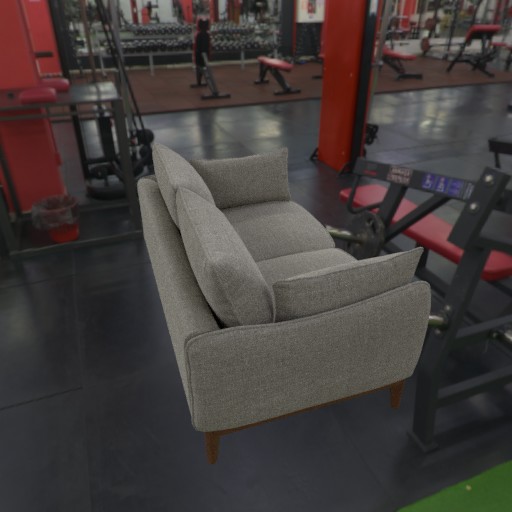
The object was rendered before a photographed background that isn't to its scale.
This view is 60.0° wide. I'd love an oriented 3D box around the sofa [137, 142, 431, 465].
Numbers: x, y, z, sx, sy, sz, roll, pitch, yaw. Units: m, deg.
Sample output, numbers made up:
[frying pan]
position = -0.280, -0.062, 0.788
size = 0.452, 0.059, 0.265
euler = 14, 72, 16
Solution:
[sofa]
position = 0.000, 0.000, 2.195
size = 0.972, 0.851, 1.580
euler = -10, 32, -16
